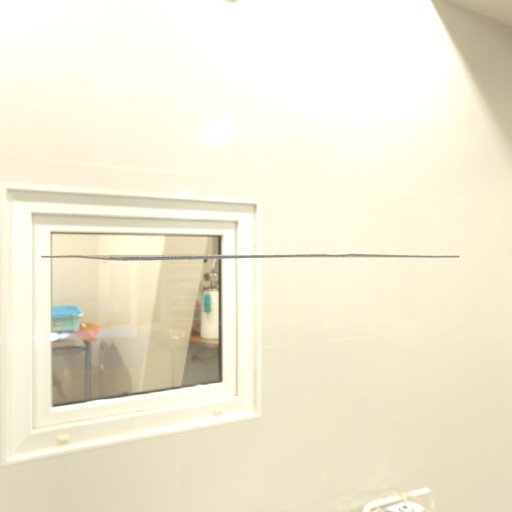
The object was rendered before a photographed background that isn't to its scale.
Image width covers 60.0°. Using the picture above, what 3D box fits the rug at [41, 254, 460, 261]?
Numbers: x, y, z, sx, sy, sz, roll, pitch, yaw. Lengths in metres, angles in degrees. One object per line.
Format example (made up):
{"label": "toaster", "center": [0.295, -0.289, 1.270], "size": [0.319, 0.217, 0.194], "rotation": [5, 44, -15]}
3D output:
{"label": "rug", "center": [0.000, 0.000, 2.261], "size": [1.804, 0.022, 1.162], "rotation": [0, 0, -36]}
